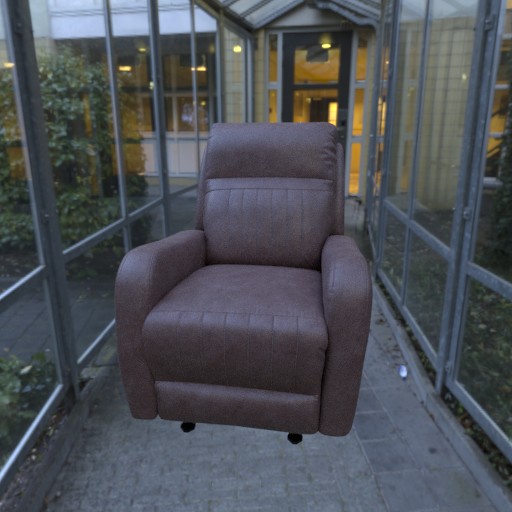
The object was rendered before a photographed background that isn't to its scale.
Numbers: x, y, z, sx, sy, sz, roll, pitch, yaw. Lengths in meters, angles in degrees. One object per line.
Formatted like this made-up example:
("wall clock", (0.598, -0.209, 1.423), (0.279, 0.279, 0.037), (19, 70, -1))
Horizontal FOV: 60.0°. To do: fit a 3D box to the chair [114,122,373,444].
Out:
("chair", (0.000, 0.000, 1.833), (0.865, 1.067, 1.067), (3, 17, 9))
